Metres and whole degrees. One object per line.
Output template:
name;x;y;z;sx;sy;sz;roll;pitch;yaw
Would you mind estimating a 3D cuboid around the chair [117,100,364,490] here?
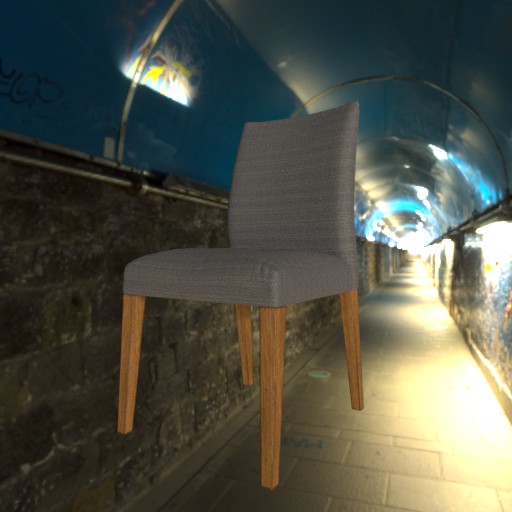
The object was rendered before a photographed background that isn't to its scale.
chair;0.000;0.000;1.275;0.496;0.940;0.585;1;1;35
